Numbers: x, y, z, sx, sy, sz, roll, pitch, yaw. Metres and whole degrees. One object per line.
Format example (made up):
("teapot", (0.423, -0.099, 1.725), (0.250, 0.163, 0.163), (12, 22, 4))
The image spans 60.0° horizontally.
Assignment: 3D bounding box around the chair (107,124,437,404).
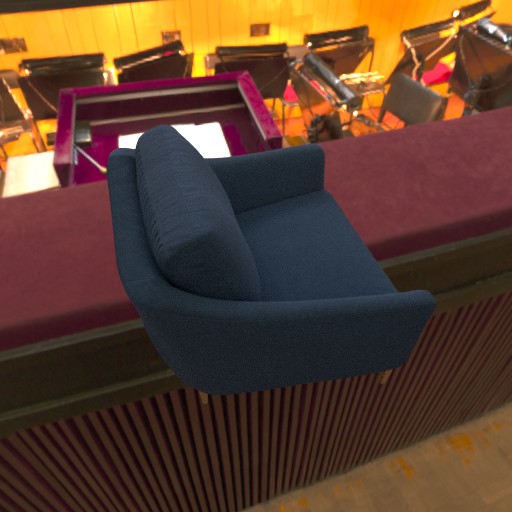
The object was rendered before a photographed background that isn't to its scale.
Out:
("chair", (0.000, 0.000, 1.737), (0.961, 0.899, 0.987), (-12, 46, -12))
